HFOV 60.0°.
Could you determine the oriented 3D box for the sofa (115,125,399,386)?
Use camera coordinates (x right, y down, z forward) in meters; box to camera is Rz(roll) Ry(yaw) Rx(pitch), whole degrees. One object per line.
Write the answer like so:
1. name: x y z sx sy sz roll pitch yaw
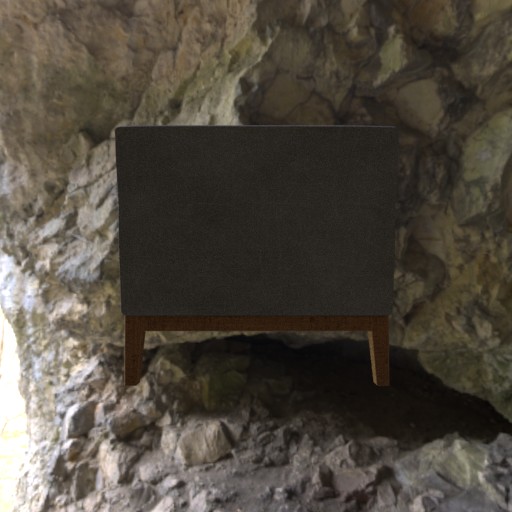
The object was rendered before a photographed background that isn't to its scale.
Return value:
1. sofa: 0.000 0.000 2.241 0.894 0.859 1.779 0 -1 0
